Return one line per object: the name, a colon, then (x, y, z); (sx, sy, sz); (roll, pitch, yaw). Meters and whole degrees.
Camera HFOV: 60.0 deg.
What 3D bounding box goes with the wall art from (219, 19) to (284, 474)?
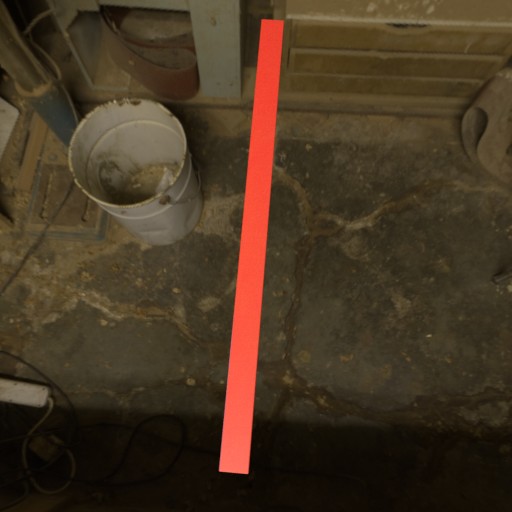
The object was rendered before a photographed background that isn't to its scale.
wall art: (0.000, 0.000, 0.763); (0.033, 0.405, 0.607); (4, 75, 1)
